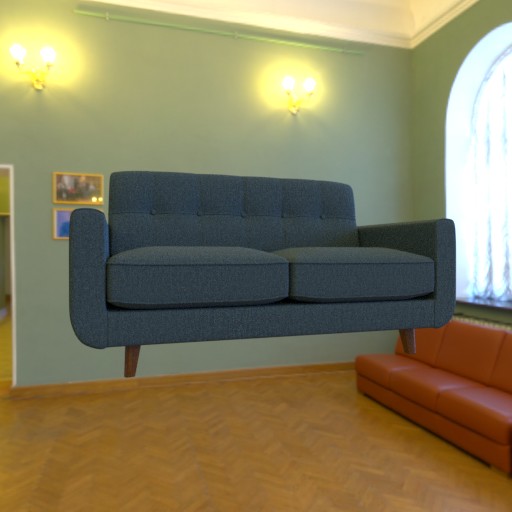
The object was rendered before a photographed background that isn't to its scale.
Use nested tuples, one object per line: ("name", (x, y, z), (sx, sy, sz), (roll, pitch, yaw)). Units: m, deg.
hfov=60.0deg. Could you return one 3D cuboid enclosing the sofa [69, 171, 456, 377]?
("sofa", (0.000, 0.000, 2.218), (1.651, 0.896, 0.942), (0, 0, -18))
